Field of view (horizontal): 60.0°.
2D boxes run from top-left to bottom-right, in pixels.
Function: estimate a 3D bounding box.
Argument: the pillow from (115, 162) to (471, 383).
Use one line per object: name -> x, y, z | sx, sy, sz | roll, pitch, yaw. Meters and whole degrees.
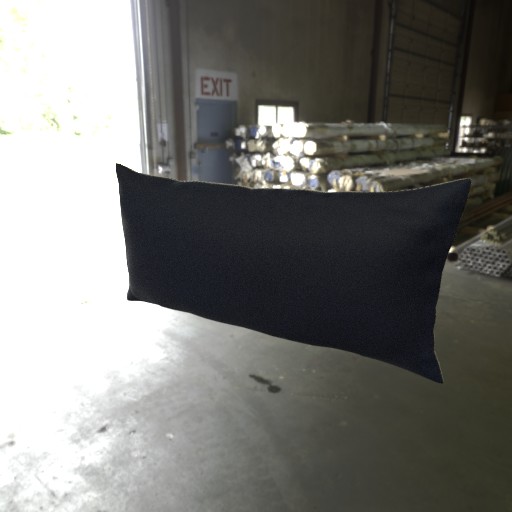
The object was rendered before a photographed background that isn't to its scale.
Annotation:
pillow -> 0.000, 0.000, 0.729 | 0.610, 0.287, 0.151 | 9, 19, 28
